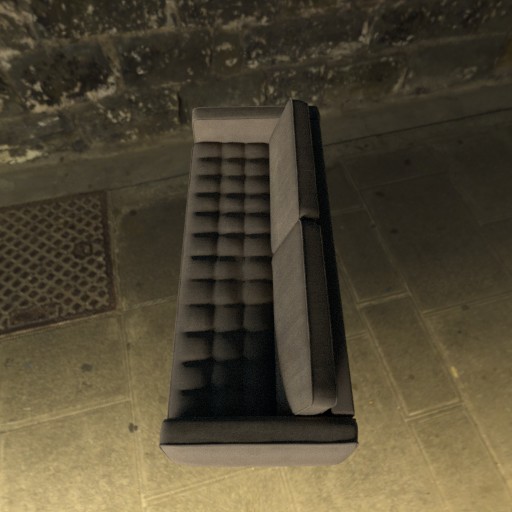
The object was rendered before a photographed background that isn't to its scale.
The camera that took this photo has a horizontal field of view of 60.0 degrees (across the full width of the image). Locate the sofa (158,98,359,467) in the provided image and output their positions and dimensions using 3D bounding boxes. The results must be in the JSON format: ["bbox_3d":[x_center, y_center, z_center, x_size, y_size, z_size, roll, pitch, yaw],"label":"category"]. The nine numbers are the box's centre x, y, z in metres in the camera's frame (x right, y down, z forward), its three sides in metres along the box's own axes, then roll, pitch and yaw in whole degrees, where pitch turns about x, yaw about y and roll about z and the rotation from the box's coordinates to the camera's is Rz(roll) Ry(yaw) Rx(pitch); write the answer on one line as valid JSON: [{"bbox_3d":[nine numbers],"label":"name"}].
[{"bbox_3d":[0.000,0.000,2.707,0.923,0.813,2.295,0,58,0],"label":"sofa"}]
